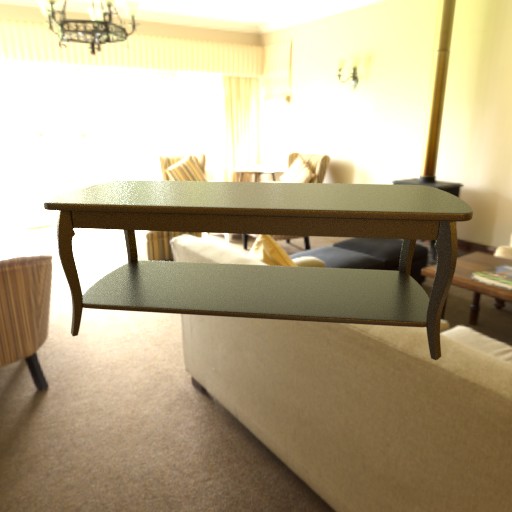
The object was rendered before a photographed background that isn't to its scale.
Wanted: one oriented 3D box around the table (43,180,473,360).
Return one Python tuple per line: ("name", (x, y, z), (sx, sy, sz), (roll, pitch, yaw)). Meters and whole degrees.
("table", (0.000, 0.000, 1.599), (1.333, 0.457, 0.571), (2, 17, 7))
